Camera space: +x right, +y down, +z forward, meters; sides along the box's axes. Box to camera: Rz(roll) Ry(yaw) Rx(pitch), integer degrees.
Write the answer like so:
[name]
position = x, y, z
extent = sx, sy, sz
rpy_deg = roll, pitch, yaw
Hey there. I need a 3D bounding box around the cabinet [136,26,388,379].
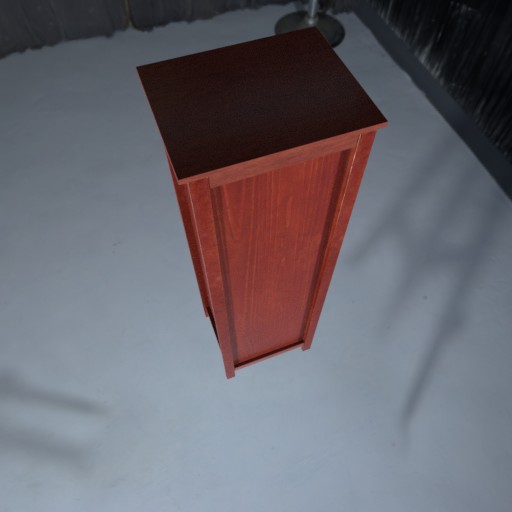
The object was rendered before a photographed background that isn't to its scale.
[cabinet]
position = 0.000, 0.000, 1.717
extent = 0.500, 1.518, 0.401
rpy_deg = -18, 60, -11
